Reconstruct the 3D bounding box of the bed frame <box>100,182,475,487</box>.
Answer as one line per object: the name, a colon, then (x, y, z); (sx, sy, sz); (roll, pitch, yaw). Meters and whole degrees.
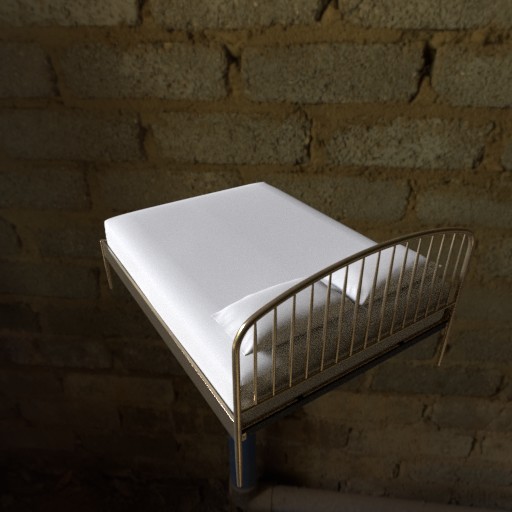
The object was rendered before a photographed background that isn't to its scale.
bed frame: (0.000, 0.000, 3.109); (1.612, 1.175, 2.152); (-18, 35, -28)
